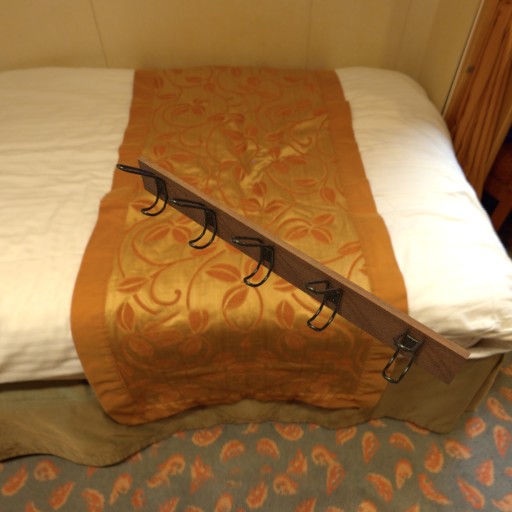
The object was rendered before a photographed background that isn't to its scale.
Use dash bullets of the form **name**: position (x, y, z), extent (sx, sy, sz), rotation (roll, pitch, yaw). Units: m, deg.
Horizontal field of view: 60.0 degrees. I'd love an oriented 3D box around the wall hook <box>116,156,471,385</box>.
- **wall hook**: position (0.000, 0.000, 0.593), extent (0.554, 0.116, 0.076), rotation (33, 56, 25)
